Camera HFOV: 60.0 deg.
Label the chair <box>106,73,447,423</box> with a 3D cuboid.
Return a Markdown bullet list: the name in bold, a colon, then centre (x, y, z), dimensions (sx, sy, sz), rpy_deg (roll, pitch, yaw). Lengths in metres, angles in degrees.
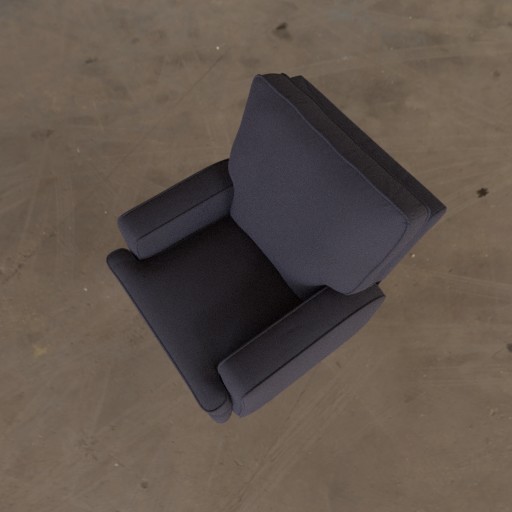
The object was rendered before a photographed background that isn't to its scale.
- **chair**: centre (0.000, 0.000, 1.714), dimensions (0.964, 0.962, 0.861), rpy_deg (-34, 68, -15)
